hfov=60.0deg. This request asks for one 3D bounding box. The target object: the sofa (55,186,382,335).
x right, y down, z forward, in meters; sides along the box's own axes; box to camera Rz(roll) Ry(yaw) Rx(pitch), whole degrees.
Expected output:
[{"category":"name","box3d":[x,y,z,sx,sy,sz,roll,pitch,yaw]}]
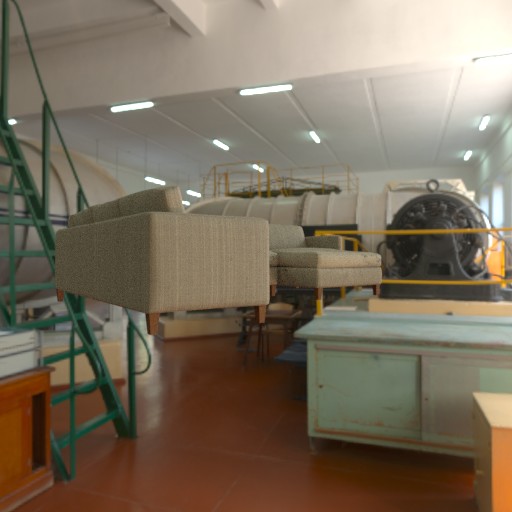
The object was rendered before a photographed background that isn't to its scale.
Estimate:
[{"category":"sofa","box3d":[0.000,0.000,4.686,3.460,0.961,2.594,0,0,-36]}]
